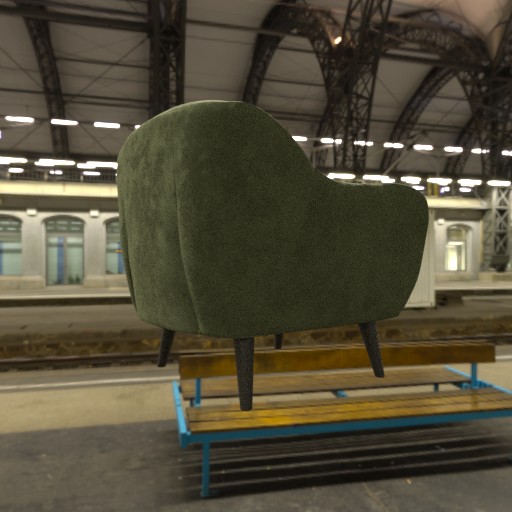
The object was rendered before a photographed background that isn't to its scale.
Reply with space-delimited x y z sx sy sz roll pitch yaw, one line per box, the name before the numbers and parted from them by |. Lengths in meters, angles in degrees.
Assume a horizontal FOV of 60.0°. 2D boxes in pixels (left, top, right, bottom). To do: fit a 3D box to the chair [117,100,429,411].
chair | 0.000 0.000 1.521 0.819 0.804 0.840 0 0 -35
